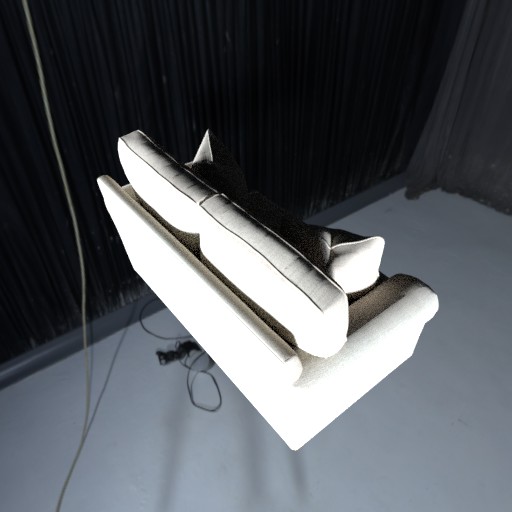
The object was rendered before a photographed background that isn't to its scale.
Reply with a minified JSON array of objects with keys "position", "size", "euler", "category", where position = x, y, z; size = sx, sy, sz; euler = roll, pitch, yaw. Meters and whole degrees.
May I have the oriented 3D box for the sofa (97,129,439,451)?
[{"position":[0.000,0.000,2.326],"size":[0.966,0.966,1.701],"euler":[-27,48,-28],"category":"sofa"}]
